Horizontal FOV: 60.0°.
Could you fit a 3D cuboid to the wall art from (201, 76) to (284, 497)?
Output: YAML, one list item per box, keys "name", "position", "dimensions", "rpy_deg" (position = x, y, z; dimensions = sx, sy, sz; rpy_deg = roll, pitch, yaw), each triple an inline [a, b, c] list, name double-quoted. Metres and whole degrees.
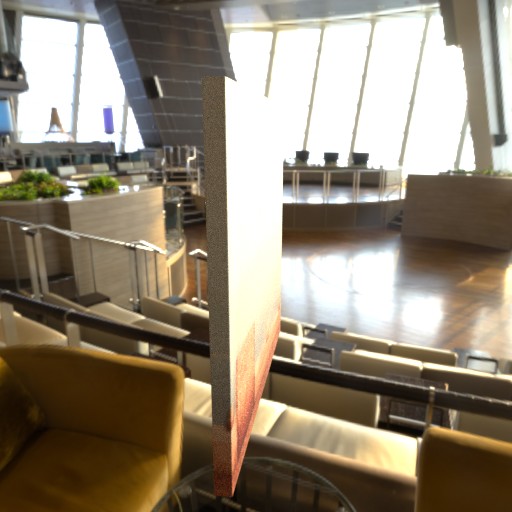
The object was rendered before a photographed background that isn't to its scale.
- name: "wall art"
  position: [0.000, 0.000, 0.891]
  dimensions: [0.034, 0.605, 0.605]
  rpy_deg: [3, 16, 10]
